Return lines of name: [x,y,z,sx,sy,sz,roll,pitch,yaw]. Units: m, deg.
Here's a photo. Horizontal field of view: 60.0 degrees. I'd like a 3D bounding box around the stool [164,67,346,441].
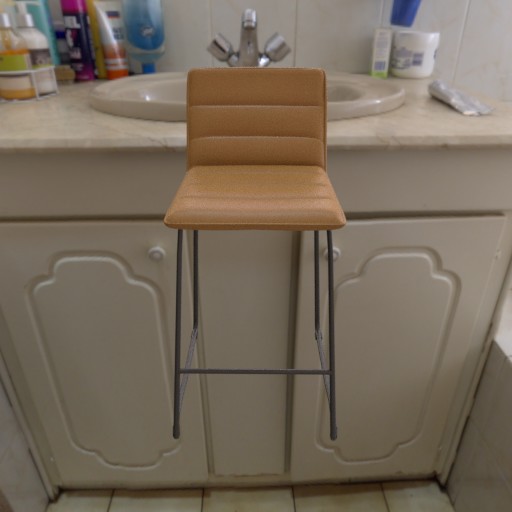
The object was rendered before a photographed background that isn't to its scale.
stool: [0.000,0.000,1.248,0.489,0.936,0.524,0,29,1]
